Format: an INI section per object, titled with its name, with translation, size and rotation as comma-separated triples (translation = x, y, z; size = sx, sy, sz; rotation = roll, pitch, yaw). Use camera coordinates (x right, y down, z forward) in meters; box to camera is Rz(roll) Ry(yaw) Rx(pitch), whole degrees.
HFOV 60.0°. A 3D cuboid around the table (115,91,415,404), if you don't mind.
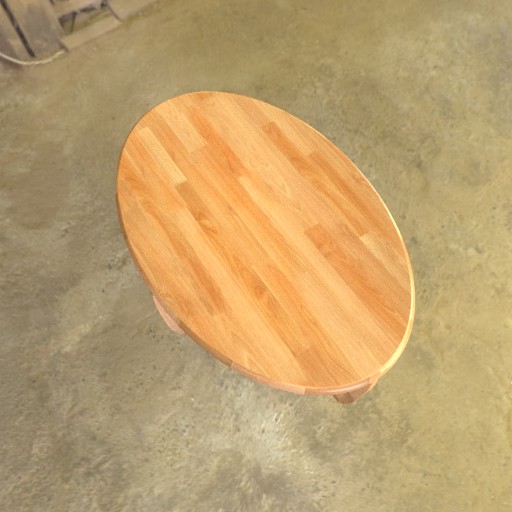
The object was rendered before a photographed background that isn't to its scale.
[table]
translation = 0.000, 0.000, 1.412
size = 0.690, 0.490, 1.040
rotation = -31, 68, -14
